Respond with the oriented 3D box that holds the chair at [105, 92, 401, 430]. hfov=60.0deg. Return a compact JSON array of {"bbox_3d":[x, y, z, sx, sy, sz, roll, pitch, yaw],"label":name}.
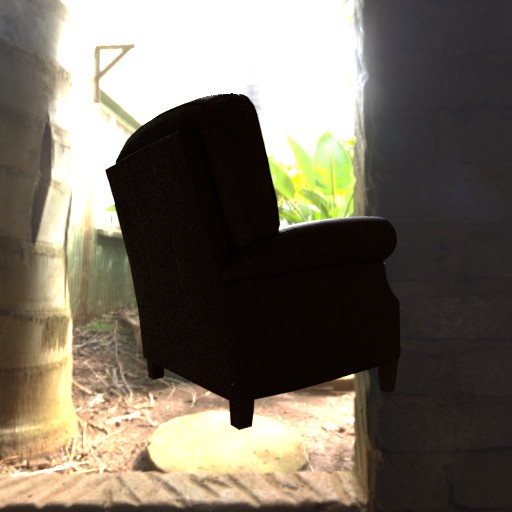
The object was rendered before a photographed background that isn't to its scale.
[{"bbox_3d":[0.000,0.000,1.755,0.986,1.018,0.936,0,0,-35],"label":"chair"}]
